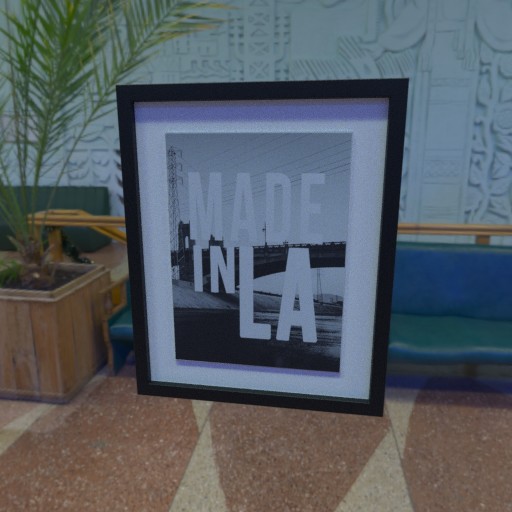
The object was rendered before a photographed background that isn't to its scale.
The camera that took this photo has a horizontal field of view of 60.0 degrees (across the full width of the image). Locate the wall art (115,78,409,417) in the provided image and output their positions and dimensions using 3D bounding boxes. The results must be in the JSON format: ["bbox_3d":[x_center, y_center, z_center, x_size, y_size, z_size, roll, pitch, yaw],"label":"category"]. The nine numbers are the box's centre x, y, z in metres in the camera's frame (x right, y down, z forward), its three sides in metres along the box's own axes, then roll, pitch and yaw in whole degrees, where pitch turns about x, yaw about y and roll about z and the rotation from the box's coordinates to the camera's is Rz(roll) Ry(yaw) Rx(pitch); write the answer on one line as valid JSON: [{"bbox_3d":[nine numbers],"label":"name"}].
[{"bbox_3d":[0.000,0.000,0.760,0.457,0.559,0.028,2,14,9],"label":"wall art"}]
